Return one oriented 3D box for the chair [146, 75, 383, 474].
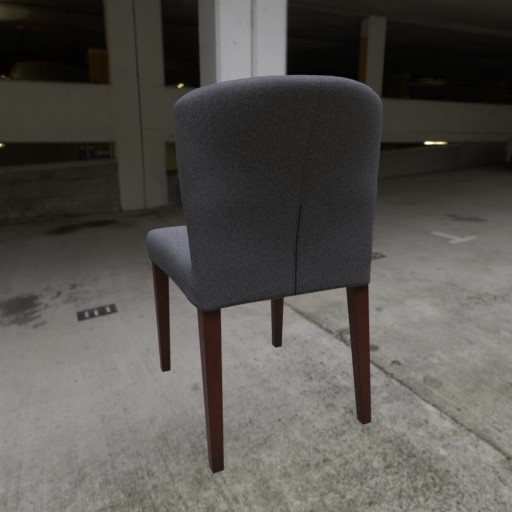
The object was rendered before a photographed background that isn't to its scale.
[{"bbox_3d":[0.000,0.000,1.186,0.491,0.839,0.592,-7,16,-24],"label":"chair"}]
